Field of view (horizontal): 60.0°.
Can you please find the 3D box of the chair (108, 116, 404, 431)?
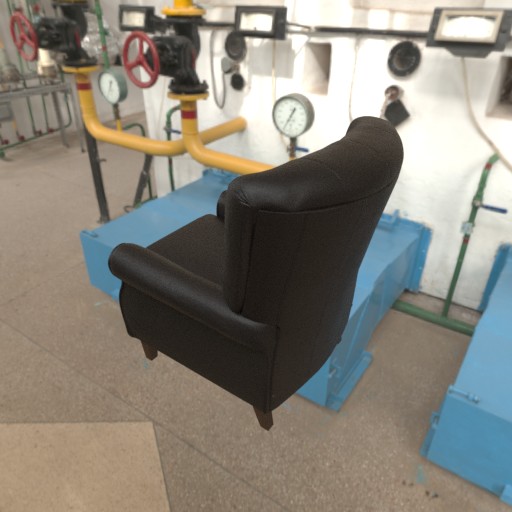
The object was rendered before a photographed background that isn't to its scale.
[{"bbox_3d":[0.000,0.000,1.922,1.058,1.158,0.948,20,37,30],"label":"chair"}]
